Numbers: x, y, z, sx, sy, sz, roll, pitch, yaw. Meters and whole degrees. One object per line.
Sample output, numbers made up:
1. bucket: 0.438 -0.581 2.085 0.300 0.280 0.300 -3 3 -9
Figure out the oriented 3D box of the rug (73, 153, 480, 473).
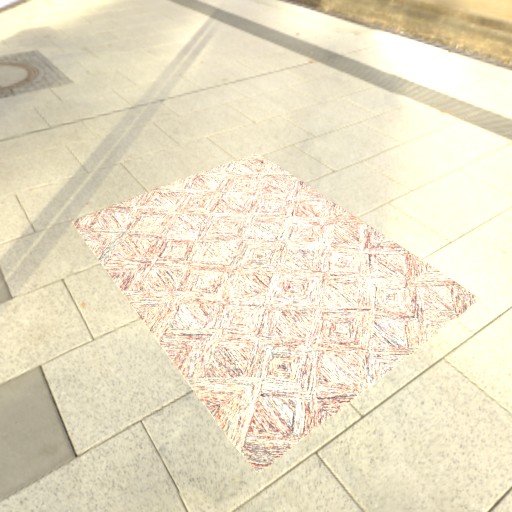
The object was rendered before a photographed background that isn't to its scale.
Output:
1. rug: 0.000 0.000 4.224 2.436 0.024 3.226 -27 48 -27
